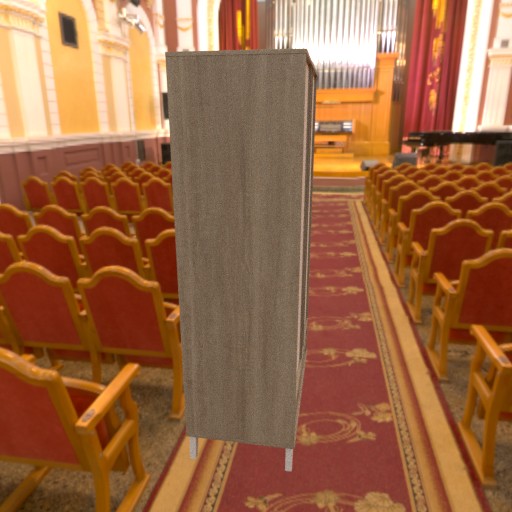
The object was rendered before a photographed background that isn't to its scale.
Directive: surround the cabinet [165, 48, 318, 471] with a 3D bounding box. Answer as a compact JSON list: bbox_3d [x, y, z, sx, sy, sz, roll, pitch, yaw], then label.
[{"bbox_3d":[0.000,0.000,2.509,0.571,1.999,1.006,3,17,9],"label":"cabinet"}]
